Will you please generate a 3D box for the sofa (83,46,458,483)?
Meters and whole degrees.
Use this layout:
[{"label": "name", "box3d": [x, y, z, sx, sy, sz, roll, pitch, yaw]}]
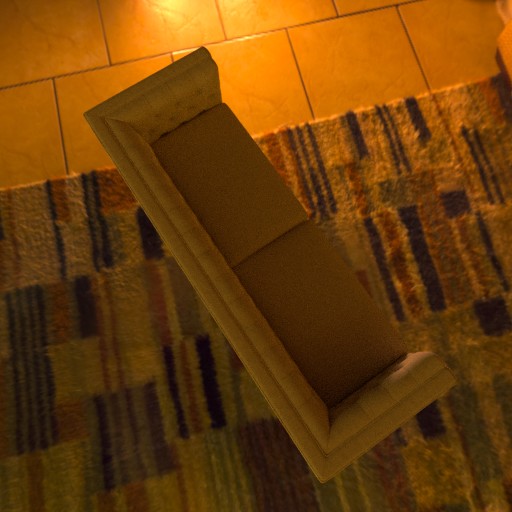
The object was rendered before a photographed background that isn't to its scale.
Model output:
[{"label": "sofa", "box3d": [0.000, 0.000, 2.533, 0.775, 0.762, 2.159, -33, 78, -8]}]
